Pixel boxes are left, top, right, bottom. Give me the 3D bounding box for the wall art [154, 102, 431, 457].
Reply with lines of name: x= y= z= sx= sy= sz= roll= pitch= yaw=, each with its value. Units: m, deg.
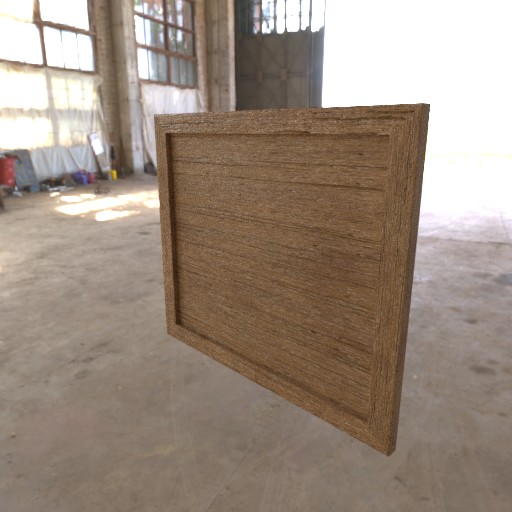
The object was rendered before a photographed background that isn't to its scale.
wall art: x=0.000 y=0.000 z=0.942 sx=0.026 sy=0.588 sz=0.690 roll=-15 pitch=22 yaw=-42
